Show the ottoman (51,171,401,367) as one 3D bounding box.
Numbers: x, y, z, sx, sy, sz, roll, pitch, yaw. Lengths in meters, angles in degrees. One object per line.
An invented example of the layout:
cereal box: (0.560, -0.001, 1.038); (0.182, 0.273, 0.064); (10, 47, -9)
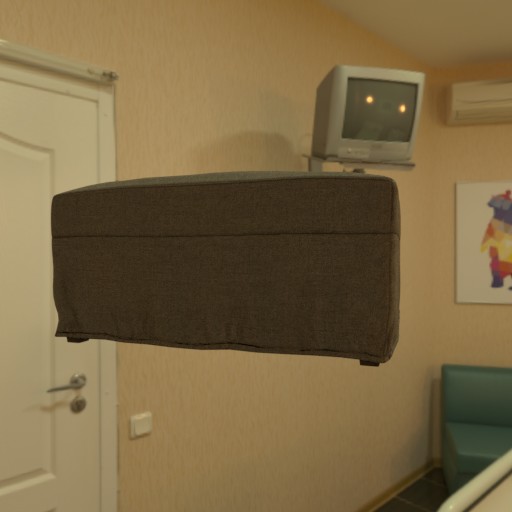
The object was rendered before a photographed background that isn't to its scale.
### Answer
ottoman: (0.000, 0.000, 1.363); (0.843, 0.436, 0.840); (0, 1, 18)
